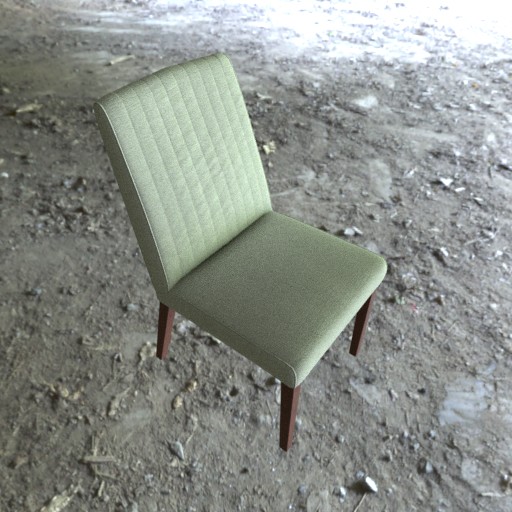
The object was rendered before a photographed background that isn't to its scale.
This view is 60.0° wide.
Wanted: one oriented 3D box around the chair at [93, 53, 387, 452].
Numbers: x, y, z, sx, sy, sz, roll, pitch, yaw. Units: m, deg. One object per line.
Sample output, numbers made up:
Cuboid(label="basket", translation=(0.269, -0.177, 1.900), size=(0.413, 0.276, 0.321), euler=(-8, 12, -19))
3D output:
Cuboid(label="chair", translation=(0.000, 0.000, 1.231), size=(0.594, 0.900, 0.480), euler=(27, 48, 27))
